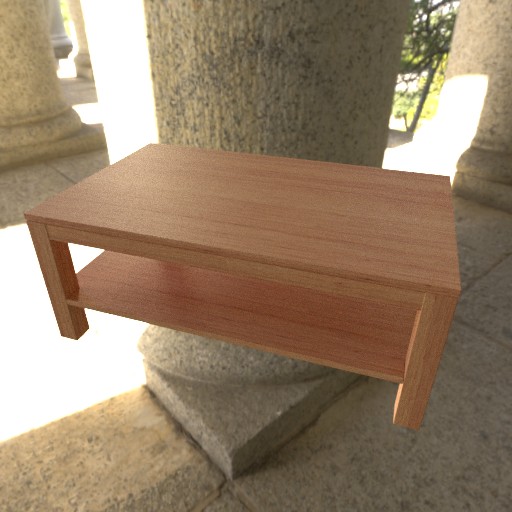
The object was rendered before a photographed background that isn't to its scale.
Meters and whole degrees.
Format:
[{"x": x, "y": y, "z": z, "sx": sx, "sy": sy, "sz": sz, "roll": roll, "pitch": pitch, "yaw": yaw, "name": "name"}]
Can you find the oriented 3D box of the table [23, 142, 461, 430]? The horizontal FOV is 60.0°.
[{"x": 0.000, "y": 0.000, "z": 1.487, "sx": 1.146, "sy": 0.457, "sz": 0.695, "roll": 10, "pitch": 33, "yaw": 16, "name": "table"}]
